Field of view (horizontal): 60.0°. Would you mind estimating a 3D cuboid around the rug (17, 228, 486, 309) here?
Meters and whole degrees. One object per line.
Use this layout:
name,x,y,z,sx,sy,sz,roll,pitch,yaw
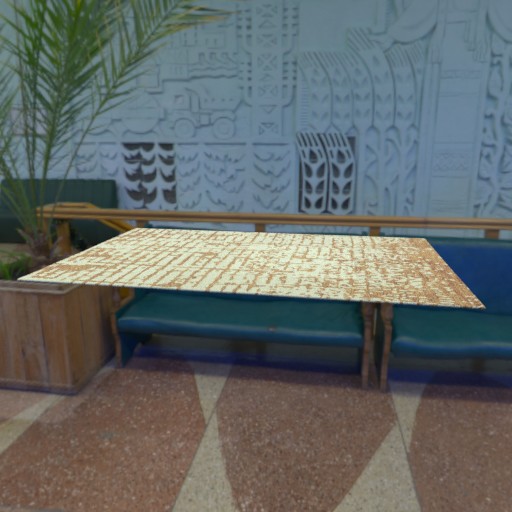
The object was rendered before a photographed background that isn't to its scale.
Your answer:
rug,0.000,0.000,2.979,2.435,0.011,1.517,3,15,10
